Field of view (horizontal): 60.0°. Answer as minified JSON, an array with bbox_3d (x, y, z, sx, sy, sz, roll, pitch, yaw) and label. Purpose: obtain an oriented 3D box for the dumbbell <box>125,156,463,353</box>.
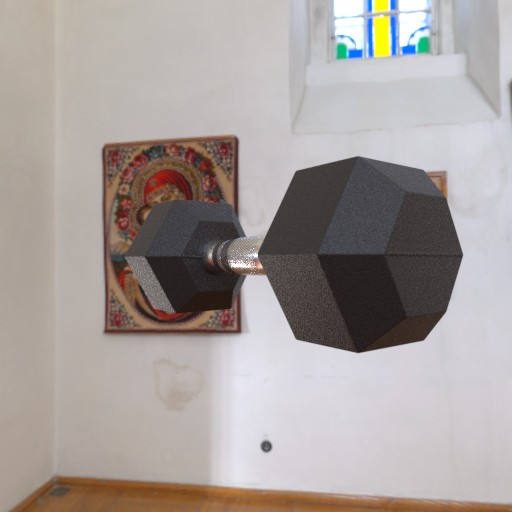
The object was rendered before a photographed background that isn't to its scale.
[{"bbox_3d":[0.000,0.000,0.418,0.141,0.123,0.356,0,0,-37],"label":"dumbbell"}]
